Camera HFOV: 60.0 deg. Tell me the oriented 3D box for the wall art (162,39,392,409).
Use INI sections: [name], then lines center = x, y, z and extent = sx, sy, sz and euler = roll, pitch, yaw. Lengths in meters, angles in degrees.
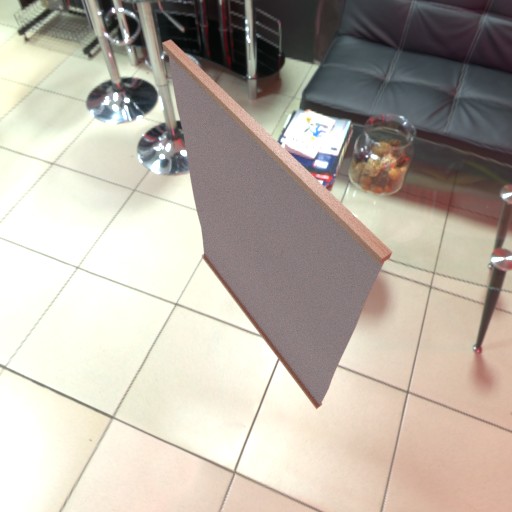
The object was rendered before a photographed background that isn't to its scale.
[wall art]
center = 0.000, 0.000, 0.695
extent = 0.013, 0.508, 0.406
euler = -30, 62, -18
